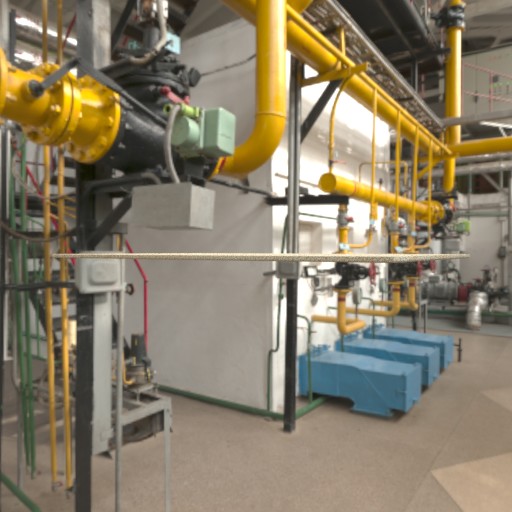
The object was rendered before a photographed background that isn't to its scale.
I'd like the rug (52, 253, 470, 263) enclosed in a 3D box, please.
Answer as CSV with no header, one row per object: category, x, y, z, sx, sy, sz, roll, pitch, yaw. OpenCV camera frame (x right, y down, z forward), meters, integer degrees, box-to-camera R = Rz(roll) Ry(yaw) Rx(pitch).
rug,0.000,0.000,2.954,2.346,0.025,1.500,0,1,36
